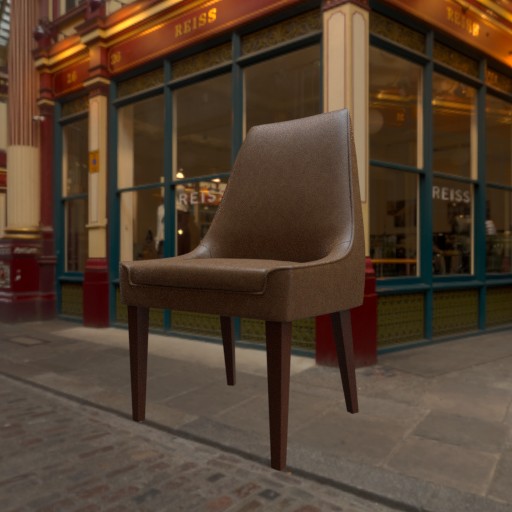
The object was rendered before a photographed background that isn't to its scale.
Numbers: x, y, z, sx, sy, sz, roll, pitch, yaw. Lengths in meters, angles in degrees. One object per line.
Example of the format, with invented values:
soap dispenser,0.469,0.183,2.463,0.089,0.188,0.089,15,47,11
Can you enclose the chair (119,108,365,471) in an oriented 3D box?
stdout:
chair,0.000,0.000,1.211,0.529,0.861,0.544,1,1,36
